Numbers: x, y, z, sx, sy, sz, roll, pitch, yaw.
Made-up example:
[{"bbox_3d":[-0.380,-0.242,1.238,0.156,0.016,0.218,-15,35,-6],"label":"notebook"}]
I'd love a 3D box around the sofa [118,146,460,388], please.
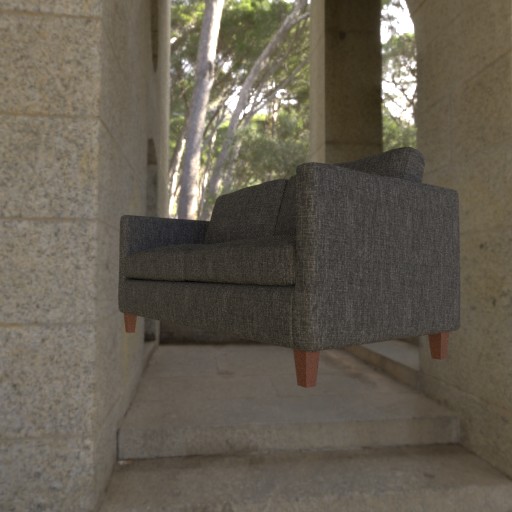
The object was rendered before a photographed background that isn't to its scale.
[{"bbox_3d":[0.000,0.000,2.470,0.950,0.963,1.884,1,-2,-36],"label":"sofa"}]
